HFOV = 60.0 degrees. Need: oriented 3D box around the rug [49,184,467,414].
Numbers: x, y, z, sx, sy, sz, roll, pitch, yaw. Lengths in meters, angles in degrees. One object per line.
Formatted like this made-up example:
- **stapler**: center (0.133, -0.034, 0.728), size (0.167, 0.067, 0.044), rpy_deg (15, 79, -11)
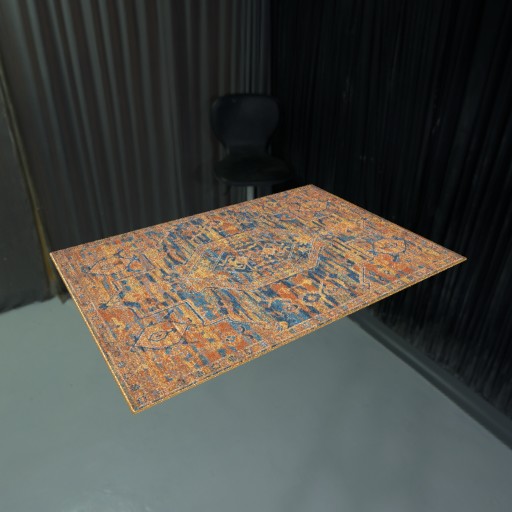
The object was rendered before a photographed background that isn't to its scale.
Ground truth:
- **rug**: center (0.000, 0.000, 3.773), size (2.916, 0.019, 2.043), rpy_deg (-19, 35, -28)
